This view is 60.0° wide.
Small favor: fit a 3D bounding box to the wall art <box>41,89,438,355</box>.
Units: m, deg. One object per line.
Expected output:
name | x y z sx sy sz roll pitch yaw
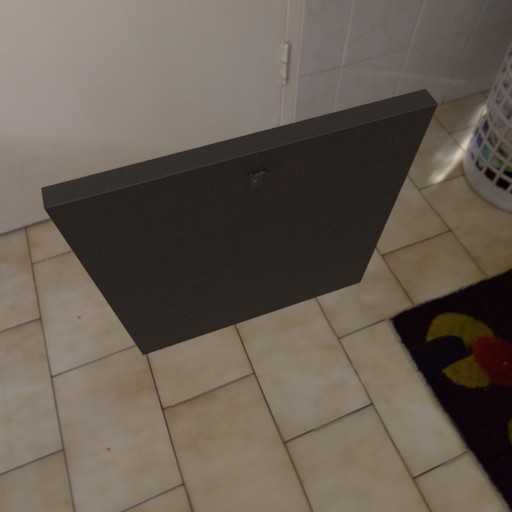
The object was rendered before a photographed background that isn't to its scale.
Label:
wall art | 0.000 0.000 0.522 0.349 0.349 0.038 -17 61 -10
